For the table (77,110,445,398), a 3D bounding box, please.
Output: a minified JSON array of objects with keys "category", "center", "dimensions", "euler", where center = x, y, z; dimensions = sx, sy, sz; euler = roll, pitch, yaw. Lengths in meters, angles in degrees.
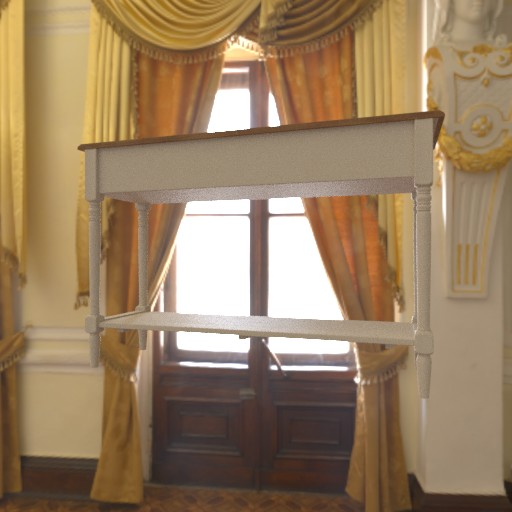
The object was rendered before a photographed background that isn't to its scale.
[{"category":"table","center":[0.000,0.000,1.591],"dimensions":[1.219,0.800,0.399],"euler":[0,0,18]}]
